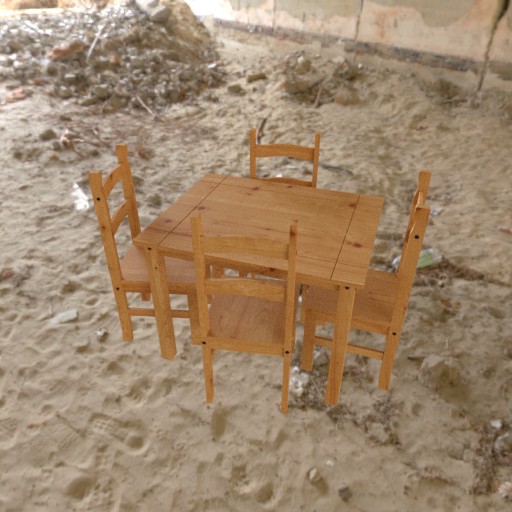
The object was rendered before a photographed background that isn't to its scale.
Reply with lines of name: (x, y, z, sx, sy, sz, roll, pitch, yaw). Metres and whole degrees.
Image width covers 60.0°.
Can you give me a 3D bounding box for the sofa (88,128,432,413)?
sofa: (0.000, 0.000, 2.288, 1.529, 1.000, 1.144, 11, 35, 16)
